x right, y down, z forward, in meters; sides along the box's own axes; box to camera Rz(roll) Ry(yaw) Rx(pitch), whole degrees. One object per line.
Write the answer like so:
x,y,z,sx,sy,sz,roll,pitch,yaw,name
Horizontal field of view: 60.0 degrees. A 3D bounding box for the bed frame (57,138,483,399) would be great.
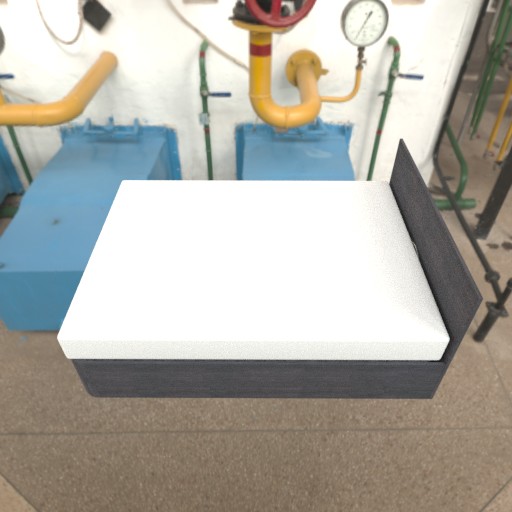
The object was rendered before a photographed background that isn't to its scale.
0.000,0.000,2.635,1.900,0.800,1.400,0,42,0,bed frame
